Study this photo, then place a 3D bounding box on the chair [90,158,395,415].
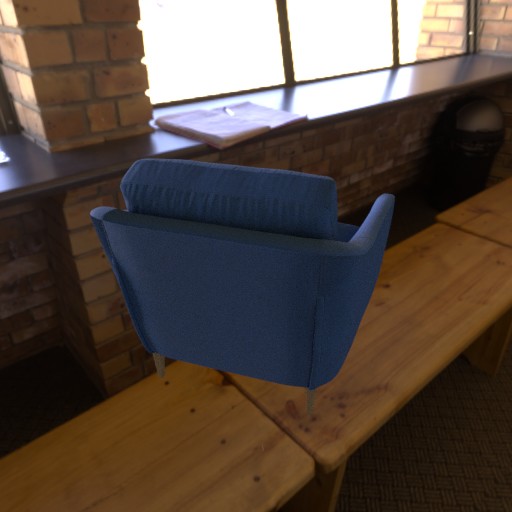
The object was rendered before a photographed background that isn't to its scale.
[{"bbox_3d":[0.000,0.000,1.751,0.987,0.899,0.961,9,32,15],"label":"chair"}]
